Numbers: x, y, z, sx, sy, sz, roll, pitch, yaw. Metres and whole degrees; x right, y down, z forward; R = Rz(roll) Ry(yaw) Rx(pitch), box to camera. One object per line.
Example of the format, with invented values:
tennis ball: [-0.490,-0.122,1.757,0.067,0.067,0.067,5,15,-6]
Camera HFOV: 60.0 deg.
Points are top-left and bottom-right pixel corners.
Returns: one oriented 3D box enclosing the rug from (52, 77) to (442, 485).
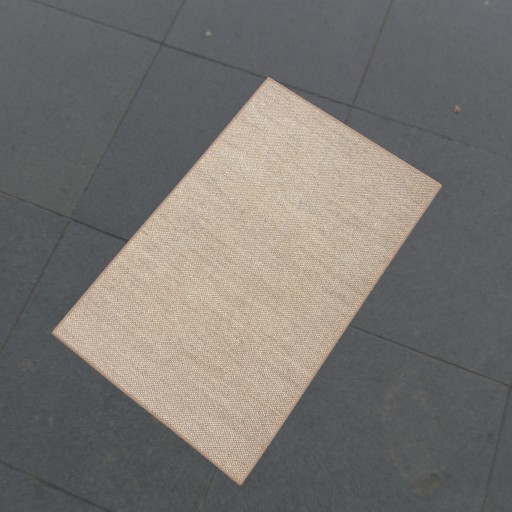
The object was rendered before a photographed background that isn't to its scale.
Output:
rug: [0.000,0.000,2.084,1.061,0.012,1.668,35,77,9]
